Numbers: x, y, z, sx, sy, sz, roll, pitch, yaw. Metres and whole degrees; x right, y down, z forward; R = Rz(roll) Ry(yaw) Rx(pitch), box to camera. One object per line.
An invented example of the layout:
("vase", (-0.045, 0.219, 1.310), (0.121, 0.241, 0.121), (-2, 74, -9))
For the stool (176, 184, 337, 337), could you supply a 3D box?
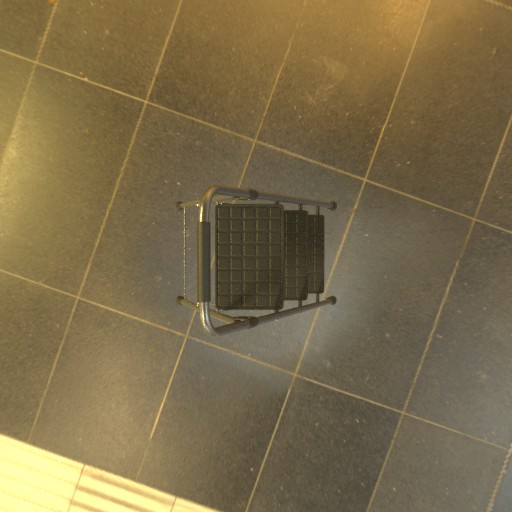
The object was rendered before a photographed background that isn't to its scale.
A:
("stool", (0.000, 0.000, 1.462), (0.733, 1.121, 0.473), (0, 91, 0))
